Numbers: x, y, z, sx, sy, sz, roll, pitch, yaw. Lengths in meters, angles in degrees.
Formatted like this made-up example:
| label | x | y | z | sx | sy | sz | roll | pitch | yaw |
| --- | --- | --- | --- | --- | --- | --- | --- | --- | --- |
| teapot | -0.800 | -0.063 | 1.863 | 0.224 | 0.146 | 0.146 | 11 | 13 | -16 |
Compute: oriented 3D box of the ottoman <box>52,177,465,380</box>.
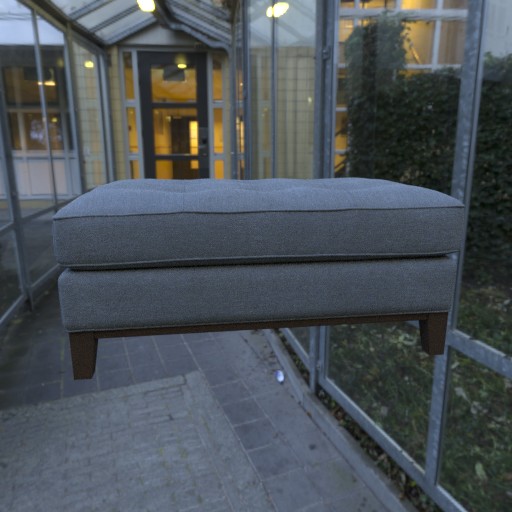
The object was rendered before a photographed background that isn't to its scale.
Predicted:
| label | x | y | z | sx | sy | sz | roll | pitch | yaw |
| --- | --- | --- | --- | --- | --- | --- | --- | --- | --- |
| ottoman | 0.000 | 0.000 | 1.515 | 1.143 | 0.514 | 0.648 | -2 | 14 | -8 |
